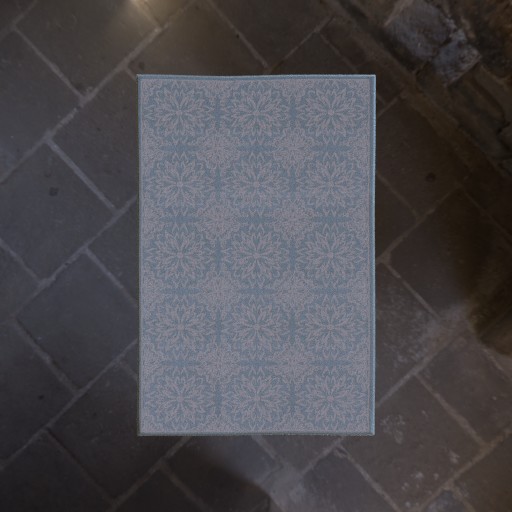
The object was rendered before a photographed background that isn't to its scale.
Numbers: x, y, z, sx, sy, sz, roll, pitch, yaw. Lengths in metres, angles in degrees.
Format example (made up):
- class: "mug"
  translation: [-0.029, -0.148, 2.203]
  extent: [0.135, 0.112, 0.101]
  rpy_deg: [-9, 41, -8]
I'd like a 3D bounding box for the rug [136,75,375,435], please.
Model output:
- class: "rug"
  translation: [0.000, 0.000, 3.376]
  extent: [1.819, 0.018, 2.746]
  rpy_deg: [0, 91, 0]
